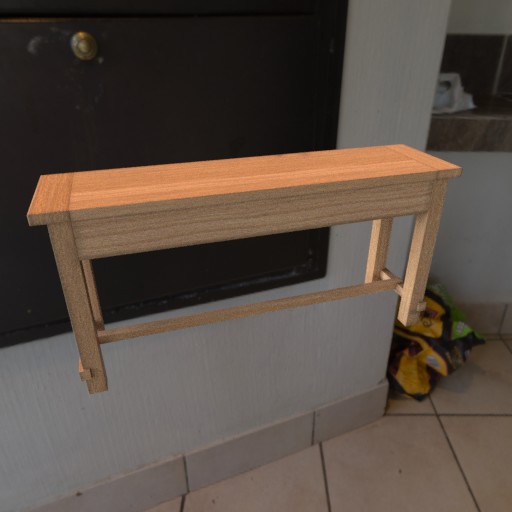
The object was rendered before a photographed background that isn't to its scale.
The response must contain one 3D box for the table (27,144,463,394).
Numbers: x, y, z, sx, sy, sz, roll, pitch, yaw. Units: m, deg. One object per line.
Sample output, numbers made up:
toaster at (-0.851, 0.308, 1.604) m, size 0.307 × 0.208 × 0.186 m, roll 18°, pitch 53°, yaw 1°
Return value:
table at (0.000, 0.000, 1.918) m, size 1.599 × 0.762 × 0.442 m, roll -9°, pitch 29°, yaw -16°
